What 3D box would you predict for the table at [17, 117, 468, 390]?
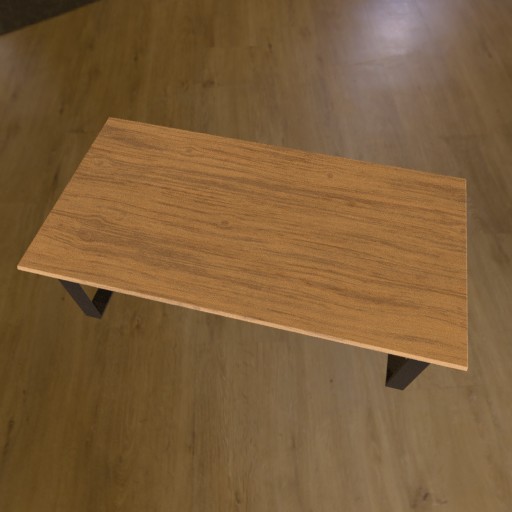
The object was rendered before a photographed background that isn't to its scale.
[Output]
[{"bbox_3d":[0.000,0.000,1.626,1.331,0.445,0.693,12,59,7],"label":"table"}]
